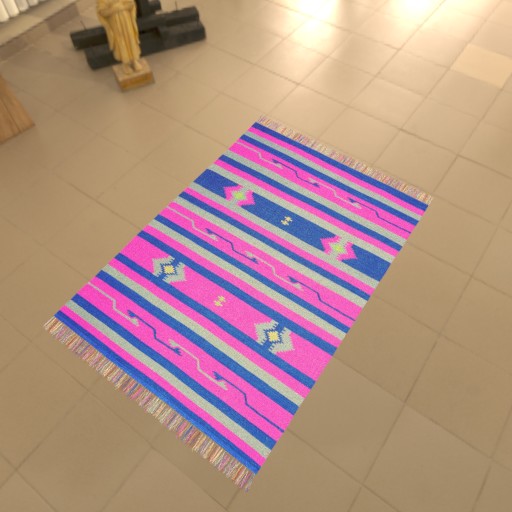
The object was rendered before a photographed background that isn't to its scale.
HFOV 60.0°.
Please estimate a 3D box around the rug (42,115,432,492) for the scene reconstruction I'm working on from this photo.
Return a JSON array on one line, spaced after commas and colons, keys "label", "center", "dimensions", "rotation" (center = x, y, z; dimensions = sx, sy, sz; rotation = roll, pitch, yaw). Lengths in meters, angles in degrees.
[{"label": "rug", "center": [0.000, 0.000, 2.948], "dimensions": [1.539, 0.013, 2.350], "rotation": [31, 63, 18]}]
